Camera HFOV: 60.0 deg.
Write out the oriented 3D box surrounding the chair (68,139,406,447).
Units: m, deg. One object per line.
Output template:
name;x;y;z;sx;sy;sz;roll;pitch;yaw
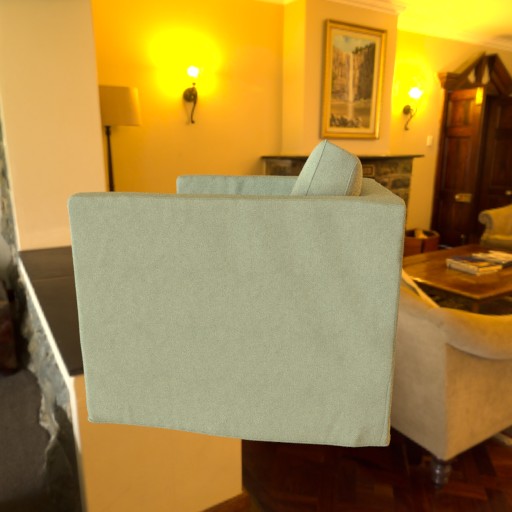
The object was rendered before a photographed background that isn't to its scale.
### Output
chair;0.000;0.000;1.714;0.949;0.863;1.057;2;14;9
